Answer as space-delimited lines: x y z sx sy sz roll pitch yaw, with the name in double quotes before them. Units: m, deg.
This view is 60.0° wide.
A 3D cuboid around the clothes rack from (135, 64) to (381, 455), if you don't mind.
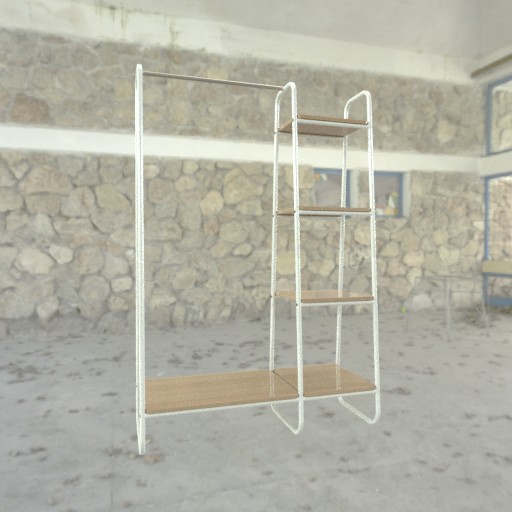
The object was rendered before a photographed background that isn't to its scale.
"clothes rack" 0.000 0.000 1.941 1.011 1.500 0.400 0 1 -17
